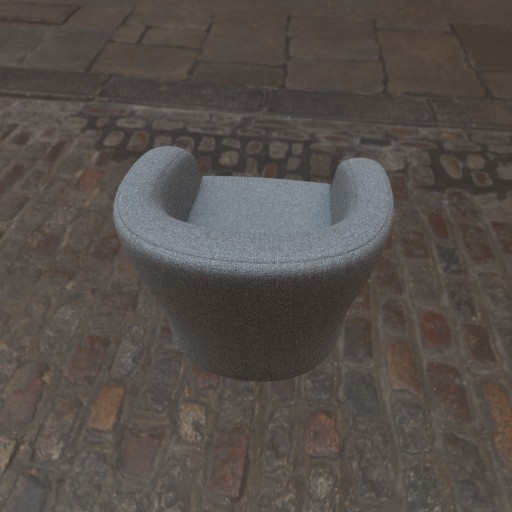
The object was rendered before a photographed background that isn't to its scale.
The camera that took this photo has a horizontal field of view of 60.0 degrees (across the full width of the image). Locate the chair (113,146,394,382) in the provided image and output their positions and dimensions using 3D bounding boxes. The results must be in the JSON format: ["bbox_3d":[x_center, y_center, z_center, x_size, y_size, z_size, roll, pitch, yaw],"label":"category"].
[{"bbox_3d":[0.000,0.000,1.494,0.791,0.771,0.815,4,46,4],"label":"chair"}]
